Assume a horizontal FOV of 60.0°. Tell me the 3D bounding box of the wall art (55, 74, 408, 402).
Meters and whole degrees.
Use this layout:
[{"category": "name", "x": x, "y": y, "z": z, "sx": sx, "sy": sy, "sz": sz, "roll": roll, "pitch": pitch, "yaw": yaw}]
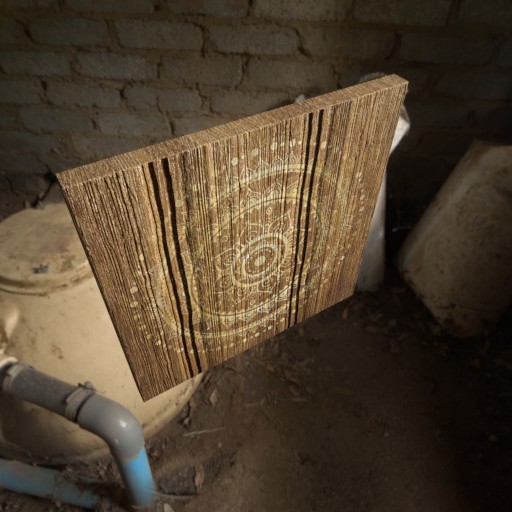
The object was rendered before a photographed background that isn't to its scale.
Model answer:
[{"category": "wall art", "x": 0.000, "y": 0.000, "z": 0.904, "sx": 0.611, "sy": 0.608, "sz": 0.042, "roll": -24, "pitch": 51, "yaw": -21}]
